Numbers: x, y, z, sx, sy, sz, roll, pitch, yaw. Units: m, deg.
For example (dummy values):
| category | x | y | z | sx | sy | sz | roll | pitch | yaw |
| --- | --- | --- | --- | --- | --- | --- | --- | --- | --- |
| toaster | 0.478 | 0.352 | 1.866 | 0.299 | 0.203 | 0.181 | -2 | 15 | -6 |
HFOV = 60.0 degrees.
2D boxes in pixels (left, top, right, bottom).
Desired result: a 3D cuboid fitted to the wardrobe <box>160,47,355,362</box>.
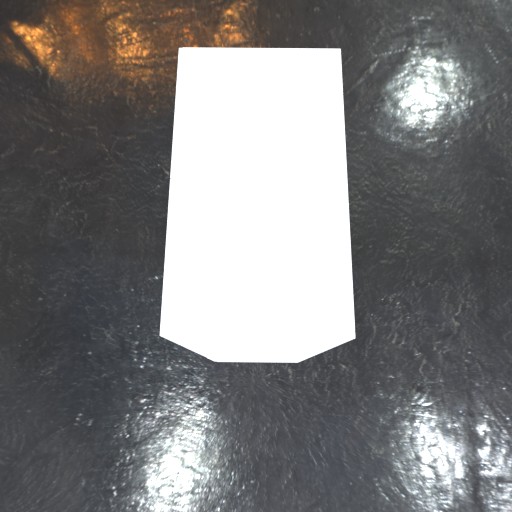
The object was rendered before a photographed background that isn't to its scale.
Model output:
| category | x | y | z | sx | sy | sz | roll | pitch | yaw |
| --- | --- | --- | --- | --- | --- | --- | --- | --- | --- |
| wardrobe | 0.000 | 0.000 | 2.270 | 0.577 | 1.808 | 0.991 | 0 | 74 | 0 |
